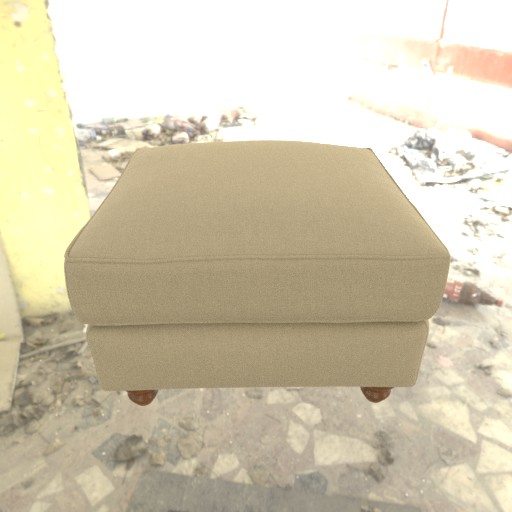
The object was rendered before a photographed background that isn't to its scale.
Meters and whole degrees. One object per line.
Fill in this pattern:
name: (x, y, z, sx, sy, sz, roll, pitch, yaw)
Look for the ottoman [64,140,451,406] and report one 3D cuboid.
ottoman: (0.000, 0.000, 1.136, 0.716, 0.505, 0.662, 0, 31, -1)
